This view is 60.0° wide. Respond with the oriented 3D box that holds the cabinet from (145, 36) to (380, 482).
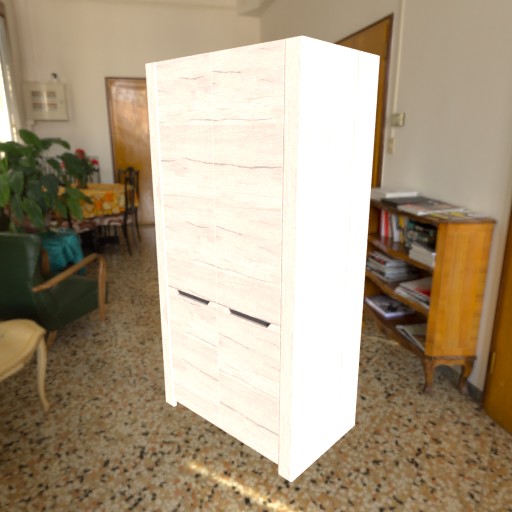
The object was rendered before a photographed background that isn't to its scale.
[{"bbox_3d":[0.000,0.000,2.362,0.980,1.930,0.580,14,20,41],"label":"cabinet"}]
